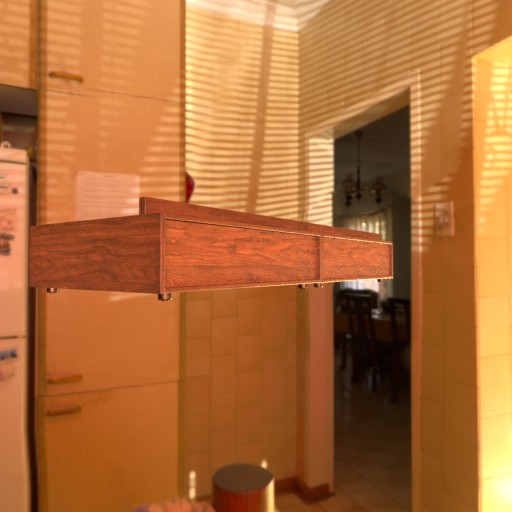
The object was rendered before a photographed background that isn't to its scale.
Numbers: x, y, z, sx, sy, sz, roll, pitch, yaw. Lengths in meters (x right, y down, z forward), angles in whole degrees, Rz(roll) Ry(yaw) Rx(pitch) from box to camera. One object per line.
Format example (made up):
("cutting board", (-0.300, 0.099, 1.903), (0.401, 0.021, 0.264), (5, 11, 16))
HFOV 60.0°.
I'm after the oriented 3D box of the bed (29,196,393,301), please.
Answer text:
("bed", (0.000, 0.000, 2.384), (0.787, 0.326, 2.057), (-1, -1, 36))
